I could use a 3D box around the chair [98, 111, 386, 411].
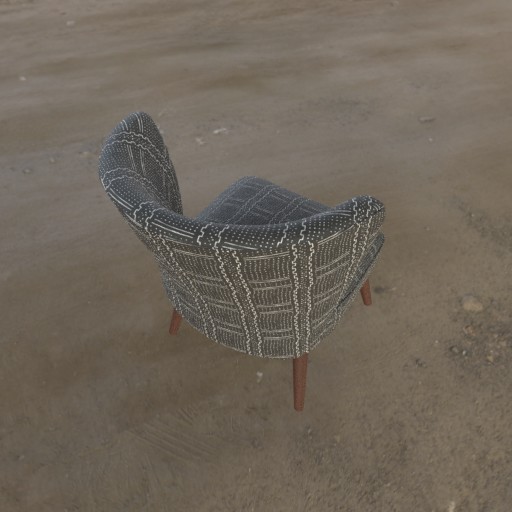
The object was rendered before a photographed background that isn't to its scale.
[{"bbox_3d":[0.000,0.000,1.366,0.710,0.866,0.758,26,52,22],"label":"chair"}]
